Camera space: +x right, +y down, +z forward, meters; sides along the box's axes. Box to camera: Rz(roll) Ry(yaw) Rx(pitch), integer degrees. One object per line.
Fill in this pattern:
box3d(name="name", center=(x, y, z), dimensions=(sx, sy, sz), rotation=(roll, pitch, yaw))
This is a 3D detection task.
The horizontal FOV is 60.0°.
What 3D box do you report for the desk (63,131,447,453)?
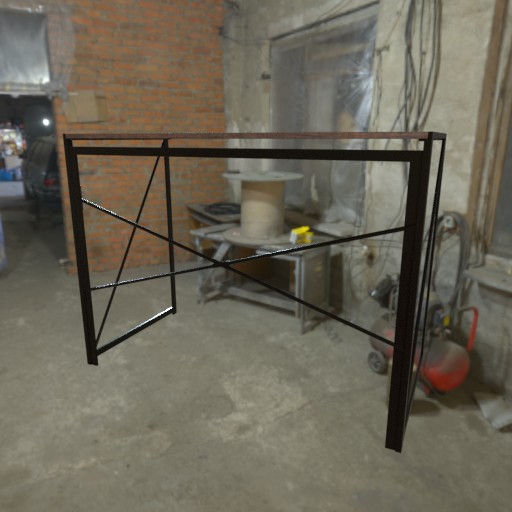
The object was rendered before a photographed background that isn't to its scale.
box3d(name="desk", center=(0.000, 0.000, 1.404), dimensions=(1.015, 0.747, 0.505), rotation=(7, 16, 25))
